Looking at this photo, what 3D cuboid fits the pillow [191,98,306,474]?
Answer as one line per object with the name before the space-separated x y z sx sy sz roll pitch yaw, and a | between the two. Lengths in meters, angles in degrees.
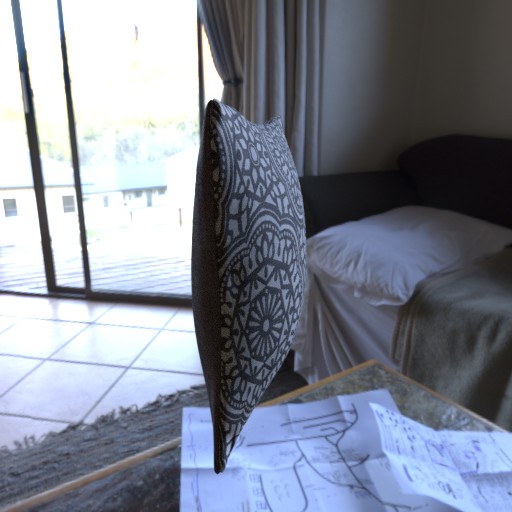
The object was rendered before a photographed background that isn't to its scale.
pillow | 0.000 0.000 0.663 0.148 0.417 0.436 3 16 11
